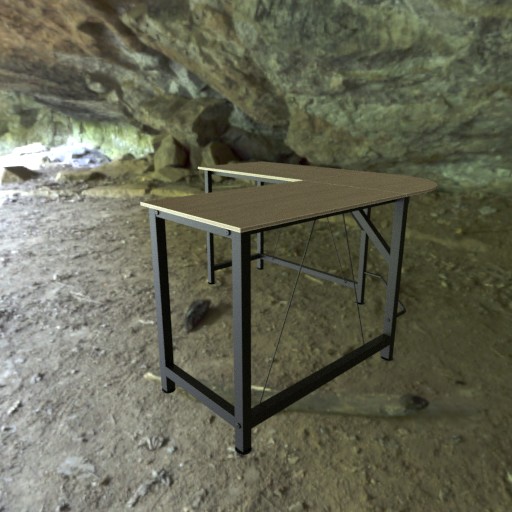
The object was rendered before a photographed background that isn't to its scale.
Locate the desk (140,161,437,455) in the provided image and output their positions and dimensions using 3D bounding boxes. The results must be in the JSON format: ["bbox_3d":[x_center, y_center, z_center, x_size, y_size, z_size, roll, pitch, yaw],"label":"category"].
[{"bbox_3d":[0.000,0.000,2.239,1.400,0.762,1.400,-15,23,-40],"label":"desk"}]
